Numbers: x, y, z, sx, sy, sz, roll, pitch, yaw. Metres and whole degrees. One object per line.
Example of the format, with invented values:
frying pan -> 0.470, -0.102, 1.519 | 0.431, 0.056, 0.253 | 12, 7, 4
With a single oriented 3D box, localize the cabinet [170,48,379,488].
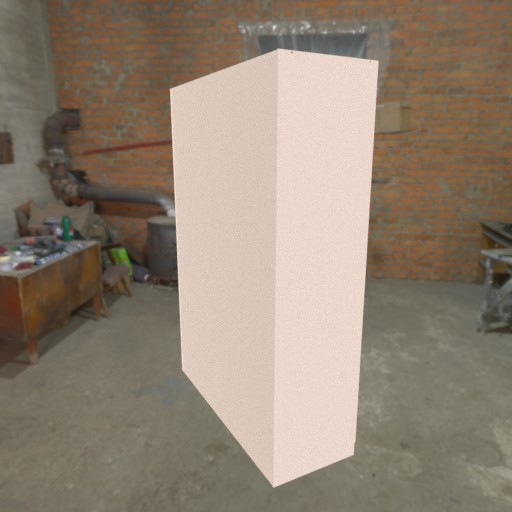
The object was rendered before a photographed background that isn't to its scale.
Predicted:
cabinet -> 0.000, 0.000, 2.530 | 0.510, 1.910, 1.290 | -7, 15, -27
